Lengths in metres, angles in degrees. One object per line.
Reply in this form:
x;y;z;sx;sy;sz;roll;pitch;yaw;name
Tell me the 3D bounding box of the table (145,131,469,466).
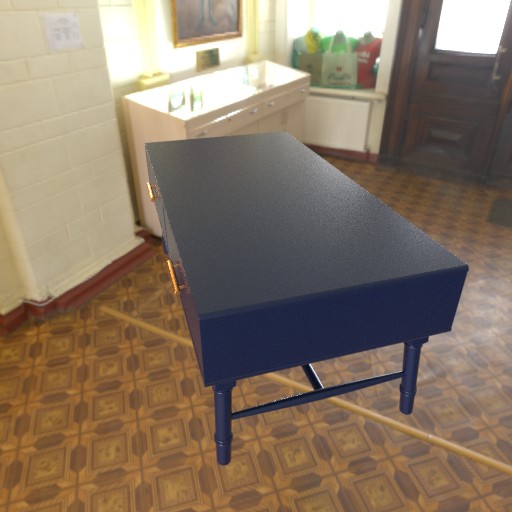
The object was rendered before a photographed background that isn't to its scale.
0.000;0.000;1.372;0.572;0.457;1.067;-9;32;-15;table
